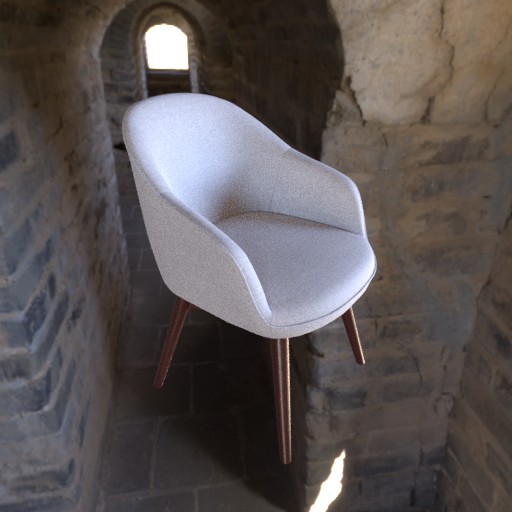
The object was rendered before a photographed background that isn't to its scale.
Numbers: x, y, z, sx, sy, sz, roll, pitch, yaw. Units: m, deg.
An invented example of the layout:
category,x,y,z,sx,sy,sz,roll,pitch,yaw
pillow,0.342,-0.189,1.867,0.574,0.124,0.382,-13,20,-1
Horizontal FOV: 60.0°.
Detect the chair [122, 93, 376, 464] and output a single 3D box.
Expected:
category,x,y,z,sx,sy,sz,roll,pitch,yaw
chair,0.000,0.000,1.248,0.635,0.823,0.596,18,31,31
